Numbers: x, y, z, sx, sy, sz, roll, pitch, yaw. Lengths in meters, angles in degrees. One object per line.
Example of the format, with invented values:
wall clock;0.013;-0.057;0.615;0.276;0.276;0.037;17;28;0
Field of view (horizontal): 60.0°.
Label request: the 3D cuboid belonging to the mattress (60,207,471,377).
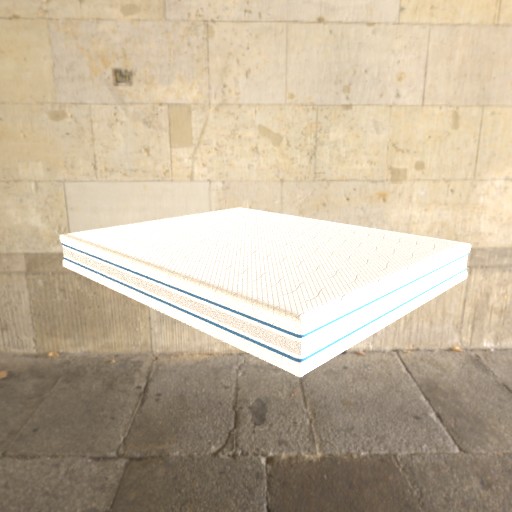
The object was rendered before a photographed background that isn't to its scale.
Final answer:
mattress;0.000;0.000;2.768;2.000;0.230;1.600;14;21;42
